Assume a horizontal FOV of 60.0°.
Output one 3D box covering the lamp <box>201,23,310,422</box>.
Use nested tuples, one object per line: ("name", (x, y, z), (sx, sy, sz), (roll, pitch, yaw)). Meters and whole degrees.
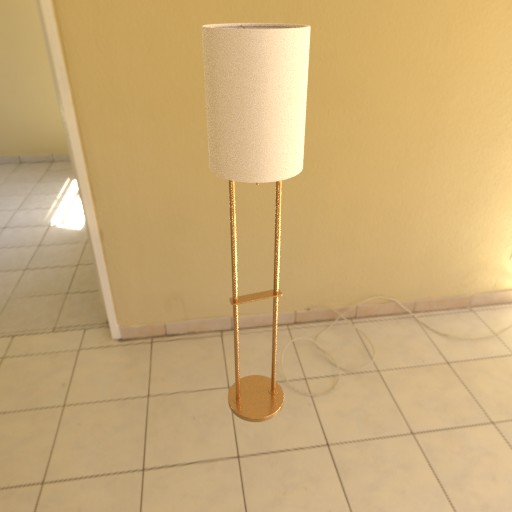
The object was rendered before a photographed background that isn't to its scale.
("lamp", (0.000, 0.000, 1.625), (0.306, 1.500, 0.305), (-10, 32, -16))
